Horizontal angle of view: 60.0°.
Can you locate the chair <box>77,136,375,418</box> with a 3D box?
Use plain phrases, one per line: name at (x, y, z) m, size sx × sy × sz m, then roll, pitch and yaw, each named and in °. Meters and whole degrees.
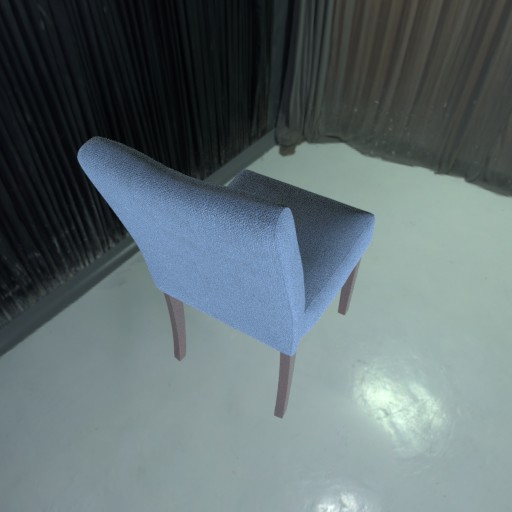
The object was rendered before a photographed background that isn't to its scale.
chair at (0.000, 0.000, 1.235) m, size 0.487 × 0.882 × 0.629 m, roll 23°, pitch 50°, yaw 21°
